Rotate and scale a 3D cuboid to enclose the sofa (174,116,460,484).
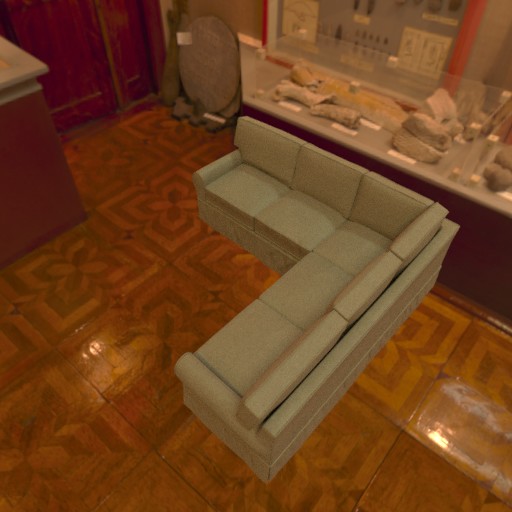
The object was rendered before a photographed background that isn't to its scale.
[{"bbox_3d":[0.000,0.000,4.139,2.618,1.081,2.623,34,55,28],"label":"sofa"}]
